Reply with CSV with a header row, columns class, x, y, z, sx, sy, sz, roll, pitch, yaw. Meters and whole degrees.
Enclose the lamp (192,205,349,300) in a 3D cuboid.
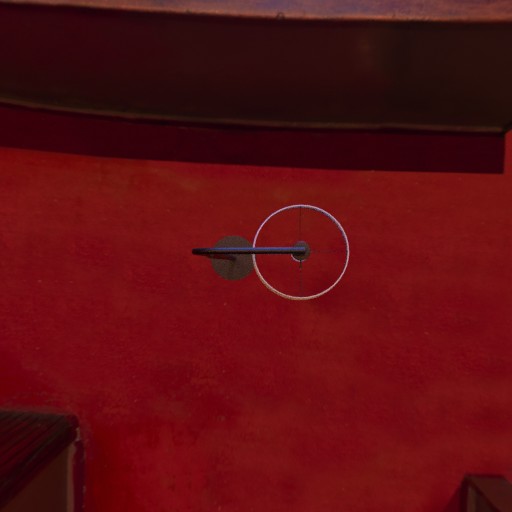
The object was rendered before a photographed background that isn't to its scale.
class,x,y,z,sx,sy,sz,roll,pitch,yaw
lamp,0.000,0.000,1.674,0.508,1.478,0.254,0,89,1
